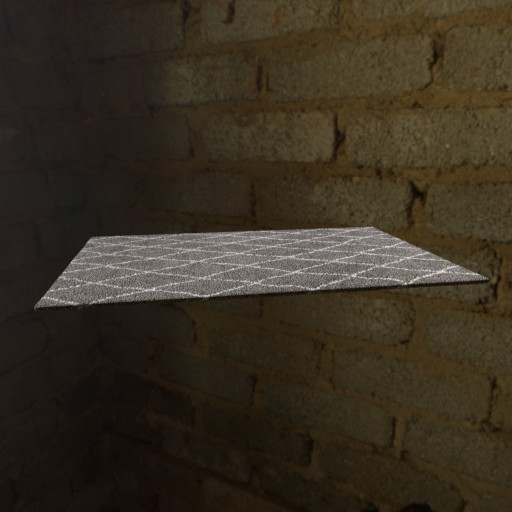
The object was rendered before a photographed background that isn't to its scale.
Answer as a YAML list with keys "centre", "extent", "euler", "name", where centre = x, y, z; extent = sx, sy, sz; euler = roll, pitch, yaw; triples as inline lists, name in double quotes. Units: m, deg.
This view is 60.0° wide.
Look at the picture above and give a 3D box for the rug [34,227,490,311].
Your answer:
- centre: [0.000, 0.000, 3.448]
  extent: [2.743, 0.030, 1.778]
  euler: [-3, 15, -10]
  name: "rug"
